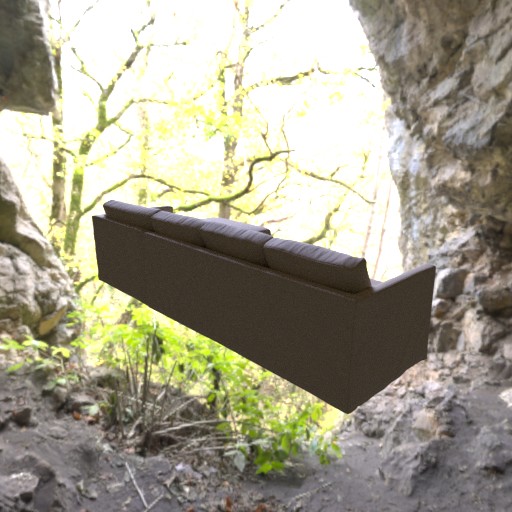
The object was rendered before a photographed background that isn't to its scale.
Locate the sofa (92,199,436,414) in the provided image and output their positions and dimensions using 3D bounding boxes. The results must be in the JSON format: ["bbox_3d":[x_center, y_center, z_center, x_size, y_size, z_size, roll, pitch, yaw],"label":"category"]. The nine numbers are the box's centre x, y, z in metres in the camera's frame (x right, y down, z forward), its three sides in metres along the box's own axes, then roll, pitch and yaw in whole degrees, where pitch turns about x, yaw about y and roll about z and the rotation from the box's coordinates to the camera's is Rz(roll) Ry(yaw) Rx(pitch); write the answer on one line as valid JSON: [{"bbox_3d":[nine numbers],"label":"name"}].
[{"bbox_3d":[0.000,0.000,3.993,1.622,0.871,3.206,-15,22,-42],"label":"sofa"}]
